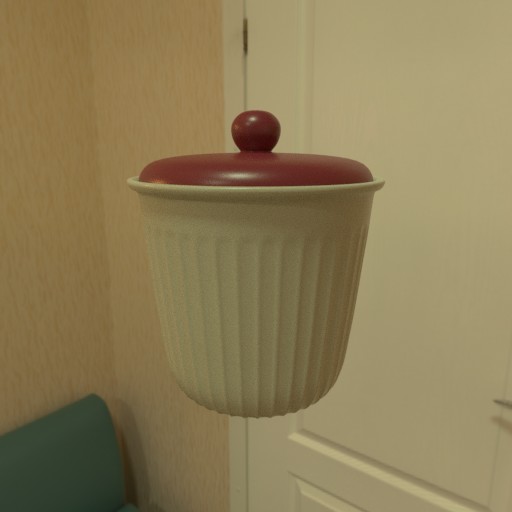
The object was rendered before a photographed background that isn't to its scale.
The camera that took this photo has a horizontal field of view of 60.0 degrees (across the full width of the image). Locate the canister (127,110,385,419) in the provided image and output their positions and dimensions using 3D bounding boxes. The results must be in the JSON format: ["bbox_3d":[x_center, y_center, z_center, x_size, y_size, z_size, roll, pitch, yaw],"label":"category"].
[{"bbox_3d":[0.000,0.000,0.336,0.181,0.211,0.181,0,14,0],"label":"canister"}]
